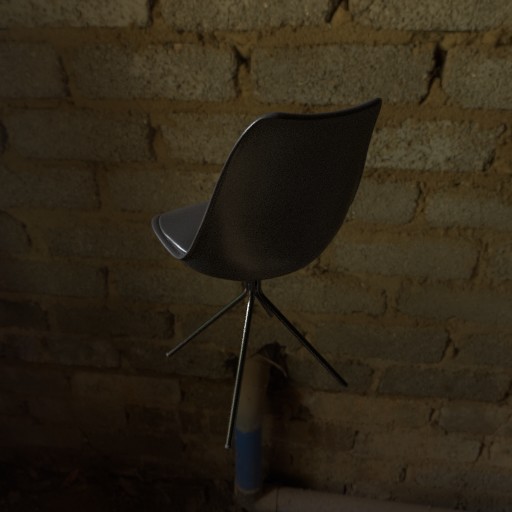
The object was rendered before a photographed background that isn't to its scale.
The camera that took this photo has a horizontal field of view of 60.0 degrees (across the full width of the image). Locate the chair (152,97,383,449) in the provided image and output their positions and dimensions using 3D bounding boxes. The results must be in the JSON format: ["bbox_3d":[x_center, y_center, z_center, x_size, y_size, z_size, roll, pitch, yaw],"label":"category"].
[{"bbox_3d":[0.000,0.000,1.160,0.461,0.850,0.525,-17,35,-27],"label":"chair"}]
